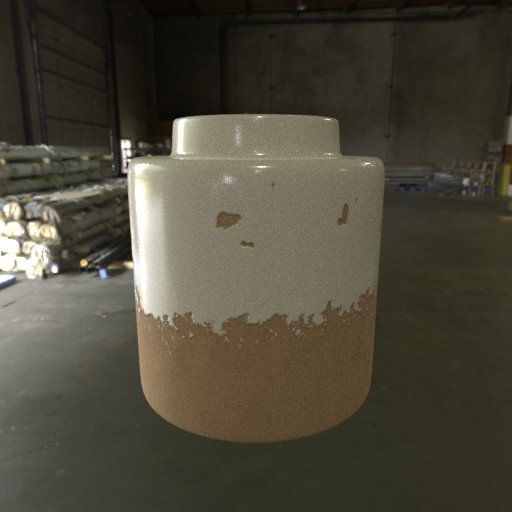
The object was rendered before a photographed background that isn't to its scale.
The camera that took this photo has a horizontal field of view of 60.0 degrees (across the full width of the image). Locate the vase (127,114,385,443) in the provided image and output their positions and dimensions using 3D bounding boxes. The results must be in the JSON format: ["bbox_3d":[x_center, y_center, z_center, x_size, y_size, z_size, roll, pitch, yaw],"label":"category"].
[{"bbox_3d":[0.000,0.000,0.285,0.153,0.167,0.153,0,14,0],"label":"vase"}]
